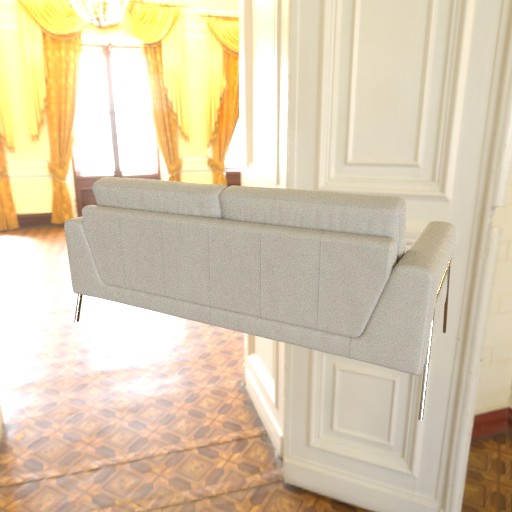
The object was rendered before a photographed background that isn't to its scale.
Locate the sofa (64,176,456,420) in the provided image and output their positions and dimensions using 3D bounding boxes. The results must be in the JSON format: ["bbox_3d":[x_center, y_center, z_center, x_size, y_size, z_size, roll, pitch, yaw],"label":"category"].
[{"bbox_3d":[0.000,0.000,2.521,2.017,0.875,0.953,8,18,27],"label":"sofa"}]
